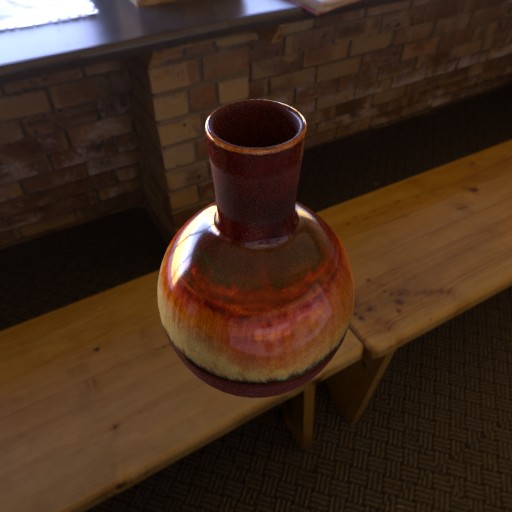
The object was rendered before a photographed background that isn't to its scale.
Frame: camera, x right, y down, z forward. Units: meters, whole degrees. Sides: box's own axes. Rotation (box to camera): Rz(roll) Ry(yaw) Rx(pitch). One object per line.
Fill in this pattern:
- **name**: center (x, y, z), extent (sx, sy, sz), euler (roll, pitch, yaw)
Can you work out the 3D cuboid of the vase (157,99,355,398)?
- **vase**: center (0.000, 0.000, 0.234), extent (0.111, 0.154, 0.111), euler (0, 46, 0)
